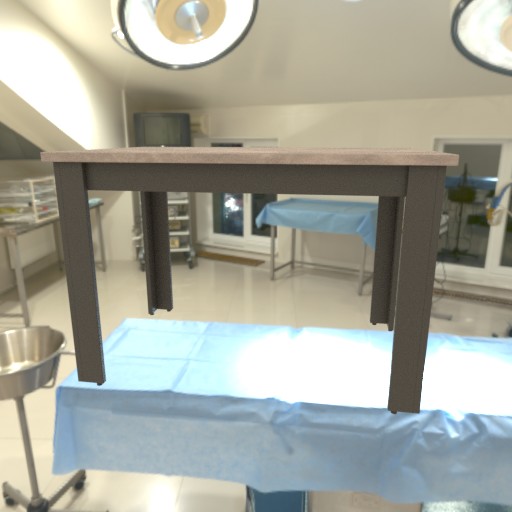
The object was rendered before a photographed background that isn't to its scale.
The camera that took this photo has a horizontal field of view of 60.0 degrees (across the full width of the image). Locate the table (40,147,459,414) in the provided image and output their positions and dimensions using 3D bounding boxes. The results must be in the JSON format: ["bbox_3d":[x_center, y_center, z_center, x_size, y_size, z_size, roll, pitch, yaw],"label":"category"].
[{"bbox_3d":[0.000,0.000,1.572,1.100,0.734,0.700,2,15,9],"label":"table"}]
